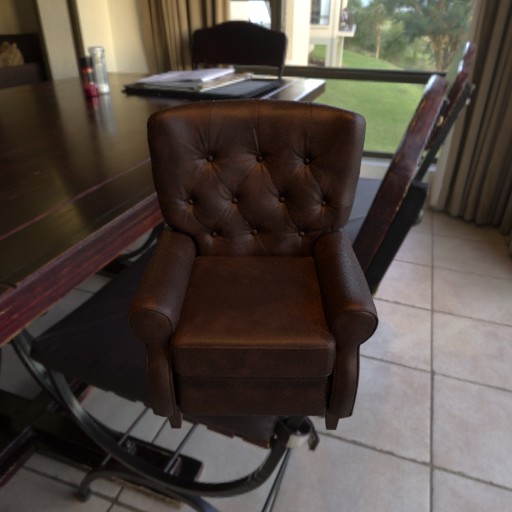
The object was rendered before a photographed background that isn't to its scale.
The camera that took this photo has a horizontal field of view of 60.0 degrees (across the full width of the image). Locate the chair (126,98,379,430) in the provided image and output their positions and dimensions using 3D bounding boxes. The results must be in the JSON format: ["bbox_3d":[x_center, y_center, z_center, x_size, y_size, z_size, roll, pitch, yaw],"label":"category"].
[{"bbox_3d":[0.000,0.000,1.920,0.948,1.158,1.058,0,30,1],"label":"chair"}]
